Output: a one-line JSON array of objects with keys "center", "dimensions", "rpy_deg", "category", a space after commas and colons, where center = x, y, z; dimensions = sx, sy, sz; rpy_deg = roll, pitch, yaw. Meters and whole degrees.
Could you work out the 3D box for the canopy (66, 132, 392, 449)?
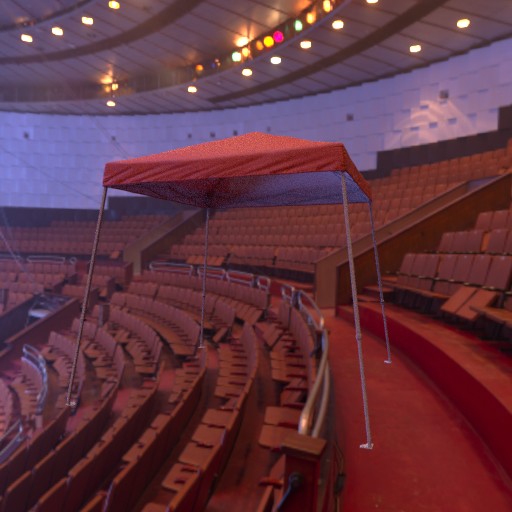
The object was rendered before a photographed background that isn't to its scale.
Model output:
[{"center": [0.000, 0.000, 6.435], "dimensions": [3.600, 3.600, 3.599], "rpy_deg": [0, 0, 20], "category": "canopy"}]
